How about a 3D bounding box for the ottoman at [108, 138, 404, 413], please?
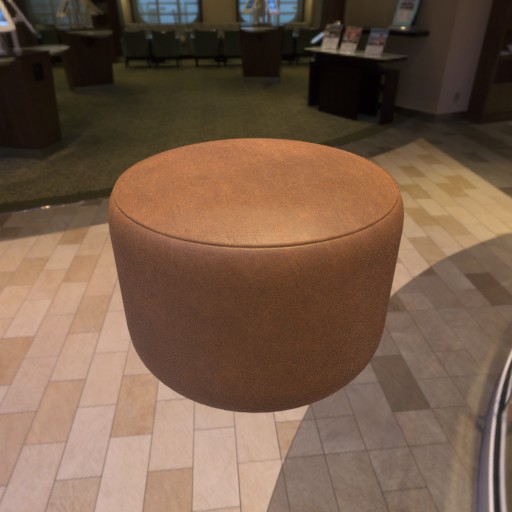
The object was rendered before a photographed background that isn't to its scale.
[{"bbox_3d":[0.000,0.000,1.012,0.607,0.438,0.607,0,31,0],"label":"ottoman"}]
